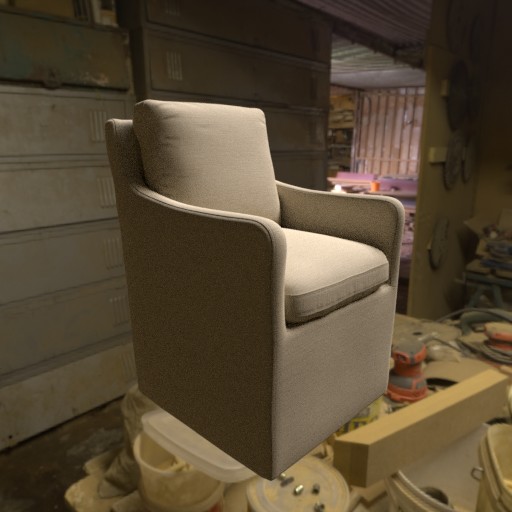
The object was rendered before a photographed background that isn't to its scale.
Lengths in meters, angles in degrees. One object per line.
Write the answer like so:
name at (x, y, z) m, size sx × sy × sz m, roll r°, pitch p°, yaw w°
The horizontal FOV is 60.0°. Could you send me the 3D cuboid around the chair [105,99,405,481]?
chair at (0.000, 0.000, 1.364) m, size 0.694 × 0.914 × 0.626 m, roll 13°, pitch 19°, yaw 43°
